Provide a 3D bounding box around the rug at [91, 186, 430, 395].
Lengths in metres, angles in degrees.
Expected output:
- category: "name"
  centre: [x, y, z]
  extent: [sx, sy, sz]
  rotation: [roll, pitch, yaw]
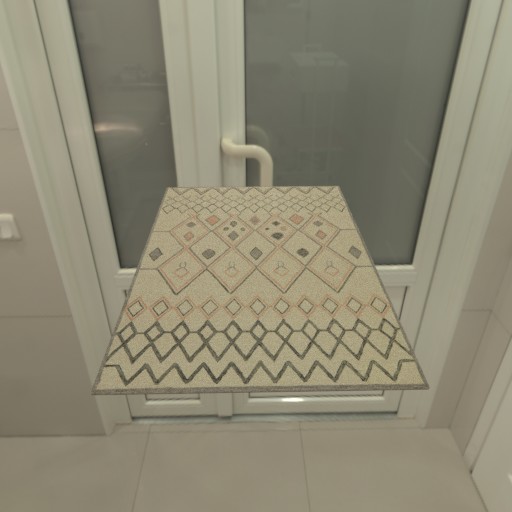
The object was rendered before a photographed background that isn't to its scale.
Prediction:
- category: "rug"
  centre: [0.000, 0.000, 2.363]
  extent: [1.219, 0.016, 1.829]
  rotation: [-1, 32, -1]
